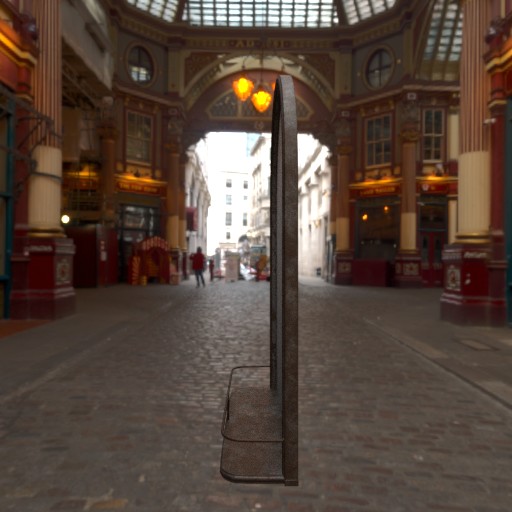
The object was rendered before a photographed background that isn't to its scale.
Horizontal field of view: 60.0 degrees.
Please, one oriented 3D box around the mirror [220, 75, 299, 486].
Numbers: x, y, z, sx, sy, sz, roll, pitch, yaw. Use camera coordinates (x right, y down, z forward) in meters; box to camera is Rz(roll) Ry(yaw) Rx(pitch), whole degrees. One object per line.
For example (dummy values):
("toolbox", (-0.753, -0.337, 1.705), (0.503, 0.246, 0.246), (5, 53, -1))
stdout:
("mirror", (0.000, 0.000, 0.995), (0.137, 0.770, 0.510), (0, 0, -1))
